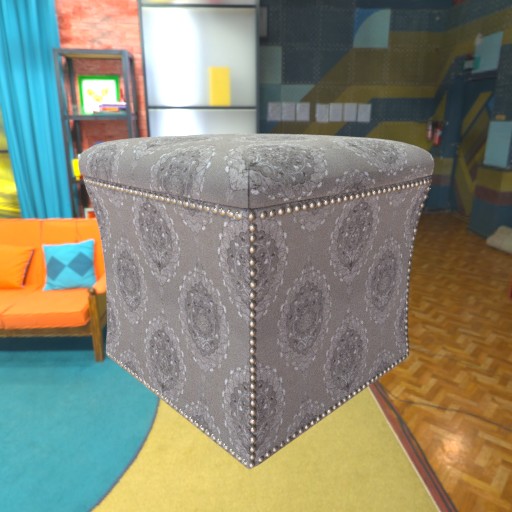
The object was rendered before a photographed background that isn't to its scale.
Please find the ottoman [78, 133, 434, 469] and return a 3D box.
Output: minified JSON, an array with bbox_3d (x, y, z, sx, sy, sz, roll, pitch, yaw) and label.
[{"bbox_3d":[0.000,0.000,0.896,0.507,0.473,0.497,-16,23,-41],"label":"ottoman"}]
